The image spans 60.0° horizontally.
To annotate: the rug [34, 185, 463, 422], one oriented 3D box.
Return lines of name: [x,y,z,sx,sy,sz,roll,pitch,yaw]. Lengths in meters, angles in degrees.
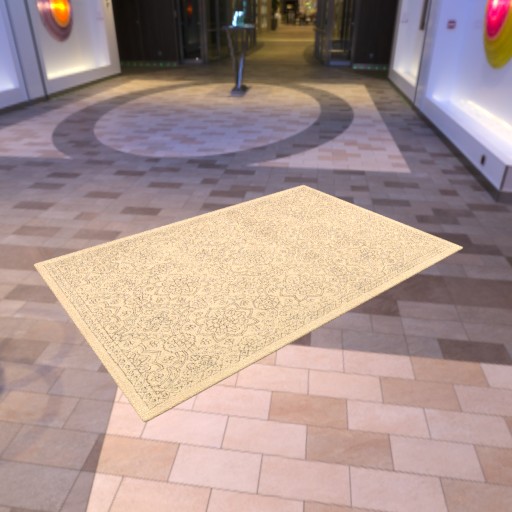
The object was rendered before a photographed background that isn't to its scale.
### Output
rug: [0.000,0.000,2.259,1.829,0.010,1.219,-21,35,-33]
